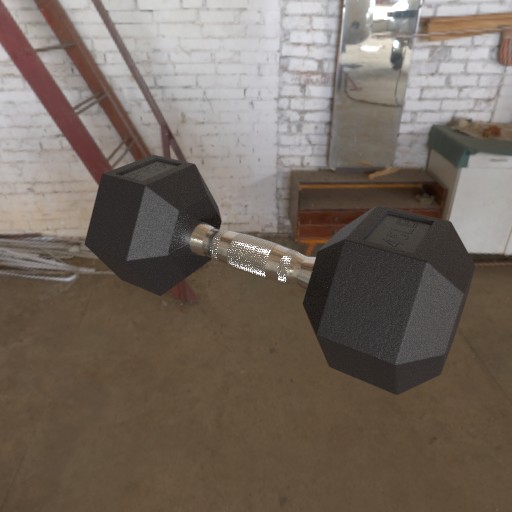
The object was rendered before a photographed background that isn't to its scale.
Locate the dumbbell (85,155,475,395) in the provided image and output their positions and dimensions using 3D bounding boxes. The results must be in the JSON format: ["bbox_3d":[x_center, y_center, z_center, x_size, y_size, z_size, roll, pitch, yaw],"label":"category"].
[{"bbox_3d":[0.000,0.000,0.413,0.356,0.123,0.141,18,35,27],"label":"dumbbell"}]
